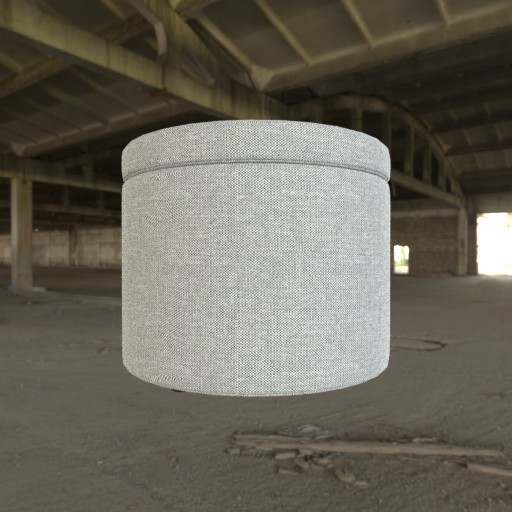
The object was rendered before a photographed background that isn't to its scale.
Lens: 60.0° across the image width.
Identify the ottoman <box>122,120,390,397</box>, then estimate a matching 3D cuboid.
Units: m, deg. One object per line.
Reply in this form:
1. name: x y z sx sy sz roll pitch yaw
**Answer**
1. ottoman: 0.000 0.000 0.863 0.500 0.419 0.500 0 0 0
